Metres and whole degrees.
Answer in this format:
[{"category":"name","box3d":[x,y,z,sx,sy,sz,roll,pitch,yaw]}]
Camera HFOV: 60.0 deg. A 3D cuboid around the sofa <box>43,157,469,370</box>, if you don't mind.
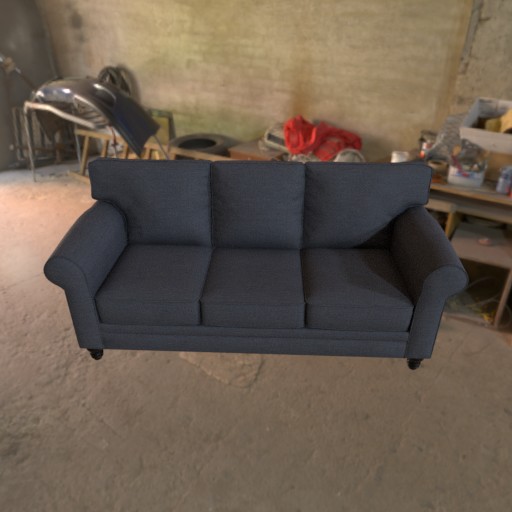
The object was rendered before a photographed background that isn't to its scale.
[{"category":"sofa","box3d":[0.000,0.000,2.587,2.084,0.966,0.909,1,30,2]}]
